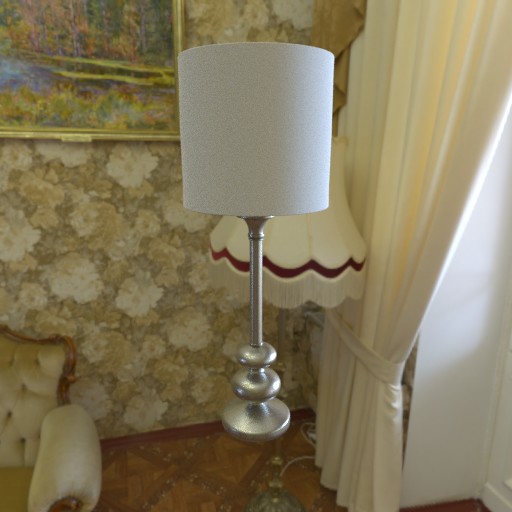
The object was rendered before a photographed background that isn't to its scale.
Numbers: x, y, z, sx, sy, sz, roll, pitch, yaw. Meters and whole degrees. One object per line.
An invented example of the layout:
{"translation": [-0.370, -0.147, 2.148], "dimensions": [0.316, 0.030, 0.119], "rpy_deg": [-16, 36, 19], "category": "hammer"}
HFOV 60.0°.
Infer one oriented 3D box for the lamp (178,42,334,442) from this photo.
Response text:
{"translation": [0.000, 0.000, 0.809], "dimensions": [0.254, 0.690, 0.254], "rpy_deg": [7, 16, 26], "category": "lamp"}
